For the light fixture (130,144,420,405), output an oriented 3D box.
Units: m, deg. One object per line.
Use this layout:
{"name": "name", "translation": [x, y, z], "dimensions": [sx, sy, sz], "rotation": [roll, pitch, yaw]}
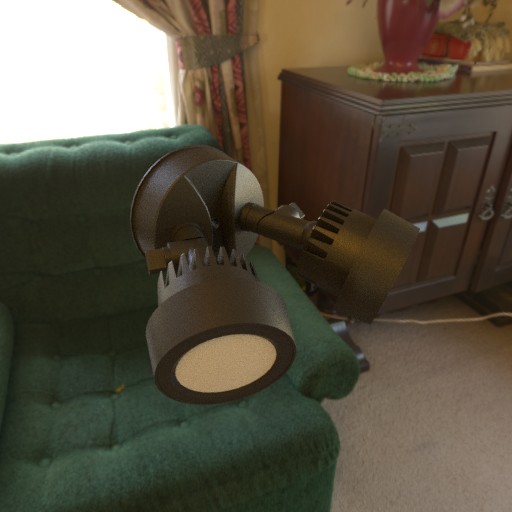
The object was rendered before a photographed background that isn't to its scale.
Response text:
{"name": "light fixture", "translation": [0.000, 0.000, 0.311], "dimensions": [0.213, 0.120, 0.168], "rotation": [-21, 36, -33]}
